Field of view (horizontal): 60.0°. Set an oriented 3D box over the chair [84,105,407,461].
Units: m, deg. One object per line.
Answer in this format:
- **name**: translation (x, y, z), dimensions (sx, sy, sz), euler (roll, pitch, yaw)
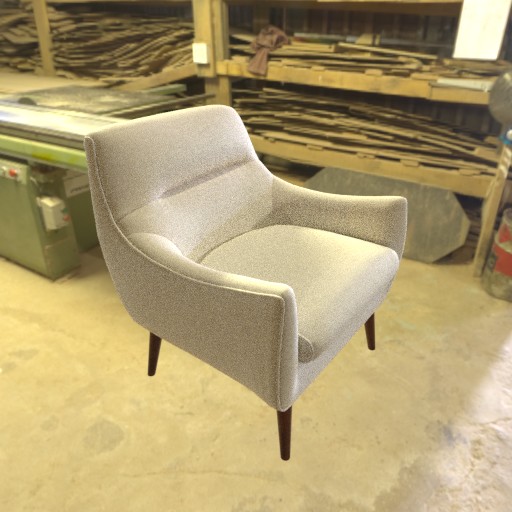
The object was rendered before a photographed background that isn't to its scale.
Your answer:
- **chair**: translation (0.000, 0.000, 1.439), dimensions (0.787, 0.838, 0.762), euler (19, 33, 32)
